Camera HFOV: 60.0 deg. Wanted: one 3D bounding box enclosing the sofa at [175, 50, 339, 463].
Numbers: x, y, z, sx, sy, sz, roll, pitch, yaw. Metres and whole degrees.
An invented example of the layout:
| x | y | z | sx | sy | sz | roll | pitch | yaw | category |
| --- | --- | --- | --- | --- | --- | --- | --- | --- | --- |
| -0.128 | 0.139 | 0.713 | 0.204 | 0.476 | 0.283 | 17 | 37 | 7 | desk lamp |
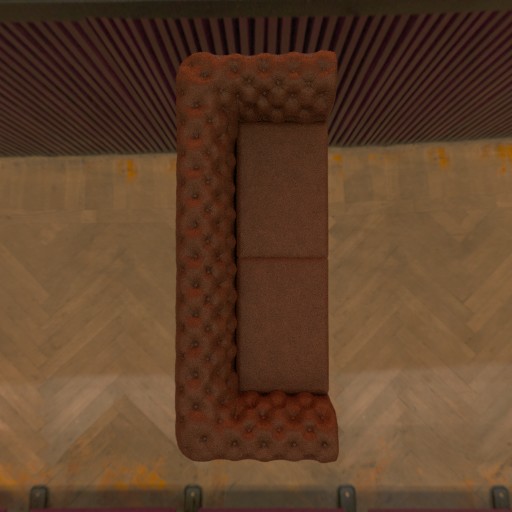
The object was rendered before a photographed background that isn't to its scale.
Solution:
| x | y | z | sx | sy | sz | roll | pitch | yaw | category |
| --- | --- | --- | --- | --- | --- | --- | --- | --- | --- |
| 0.000 | 0.000 | 2.842 | 0.944 | 0.783 | 2.385 | 0 | 89 | 1 | sofa |
